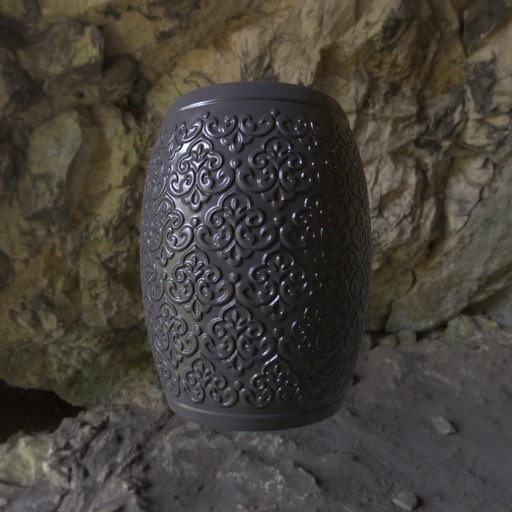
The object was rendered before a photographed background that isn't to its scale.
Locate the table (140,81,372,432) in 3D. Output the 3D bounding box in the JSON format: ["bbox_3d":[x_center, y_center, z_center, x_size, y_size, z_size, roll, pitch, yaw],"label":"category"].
[{"bbox_3d":[0.000,0.000,0.610,0.309,0.397,0.309,0,0,0],"label":"table"}]
